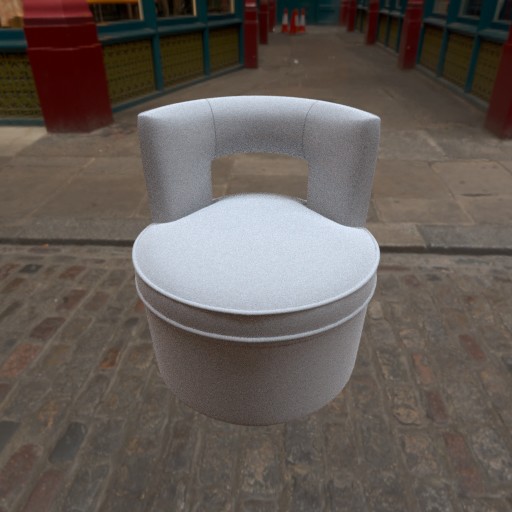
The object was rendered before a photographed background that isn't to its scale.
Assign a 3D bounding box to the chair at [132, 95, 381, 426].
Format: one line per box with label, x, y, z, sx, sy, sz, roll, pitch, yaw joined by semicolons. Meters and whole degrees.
chair;0.000;0.000;1.215;0.650;0.723;0.665;1;31;2
